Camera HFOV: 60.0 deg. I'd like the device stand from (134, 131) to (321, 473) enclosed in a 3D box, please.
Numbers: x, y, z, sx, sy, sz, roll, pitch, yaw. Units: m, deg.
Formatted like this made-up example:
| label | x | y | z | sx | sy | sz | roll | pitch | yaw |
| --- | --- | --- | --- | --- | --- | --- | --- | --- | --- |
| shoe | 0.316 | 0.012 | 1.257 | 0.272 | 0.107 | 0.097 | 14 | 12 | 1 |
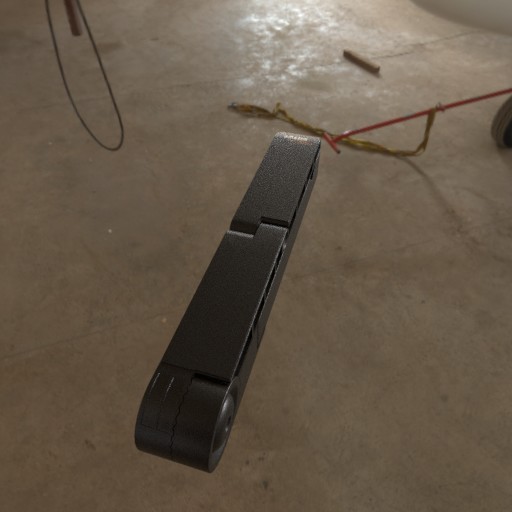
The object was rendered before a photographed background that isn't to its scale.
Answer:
| label | x | y | z | sx | sy | sz | roll | pitch | yaw |
| --- | --- | --- | --- | --- | --- | --- | --- | --- | --- |
| device stand | 0.000 | 0.000 | 0.194 | 0.026 | 0.030 | 0.179 | 12 | 47 | 12 |
